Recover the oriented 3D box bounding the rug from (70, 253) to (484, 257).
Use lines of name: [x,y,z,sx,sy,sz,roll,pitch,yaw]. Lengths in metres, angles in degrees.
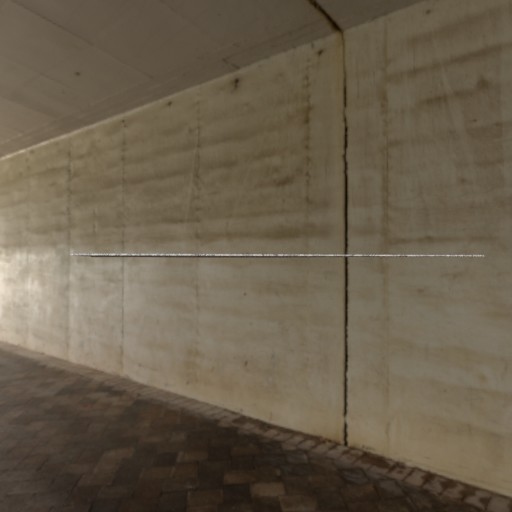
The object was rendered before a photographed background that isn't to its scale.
rug: [0.000,0.000,4.214,3.054,0.030,2.430,0,0,-17]
